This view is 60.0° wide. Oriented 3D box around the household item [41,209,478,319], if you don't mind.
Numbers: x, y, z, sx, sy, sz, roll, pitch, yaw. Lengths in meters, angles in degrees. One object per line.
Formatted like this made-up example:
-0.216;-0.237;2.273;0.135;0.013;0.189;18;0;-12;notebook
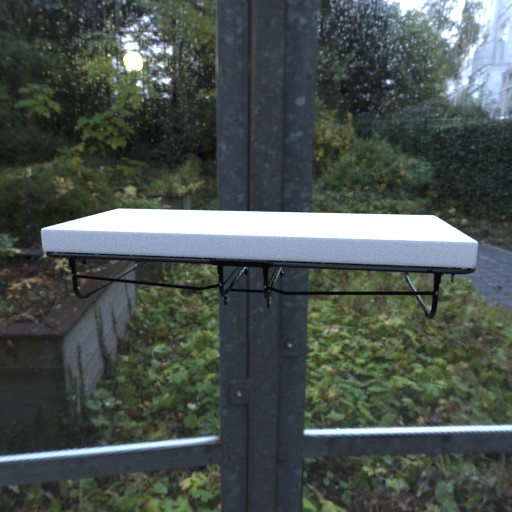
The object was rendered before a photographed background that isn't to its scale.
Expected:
0.000;0.000;2.241;1.905;0.356;0.787;2;13;9;household item
